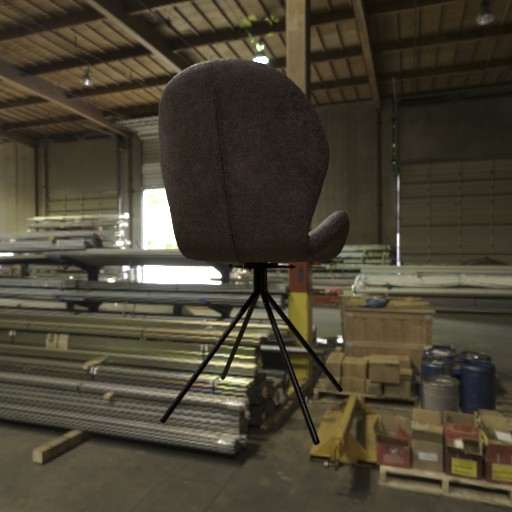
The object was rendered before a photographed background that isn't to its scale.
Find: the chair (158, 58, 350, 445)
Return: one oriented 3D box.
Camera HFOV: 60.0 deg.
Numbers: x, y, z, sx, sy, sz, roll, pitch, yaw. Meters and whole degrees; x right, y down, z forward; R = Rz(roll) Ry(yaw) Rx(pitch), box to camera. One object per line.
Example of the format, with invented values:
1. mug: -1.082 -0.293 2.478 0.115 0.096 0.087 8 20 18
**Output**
1. chair: 0.000 0.000 1.328 0.527 0.934 0.640 0 1 19
